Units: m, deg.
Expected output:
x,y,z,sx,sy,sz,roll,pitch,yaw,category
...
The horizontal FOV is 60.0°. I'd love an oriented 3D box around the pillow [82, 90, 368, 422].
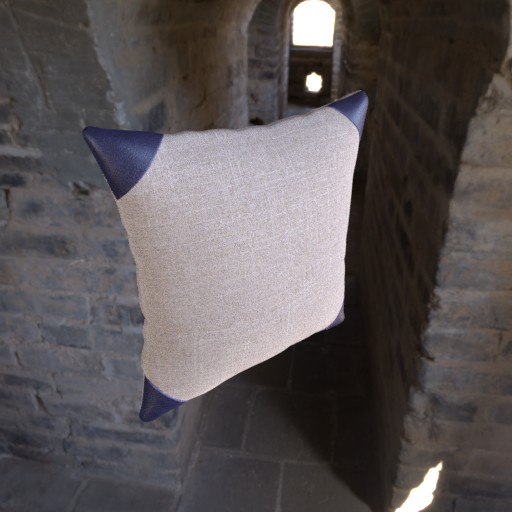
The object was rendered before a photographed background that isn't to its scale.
x,y,z,sx,sy,sz,roll,pitch,yaw,category
0.000,0.000,0.674,0.440,0.441,0.147,-20,35,-32,pillow
